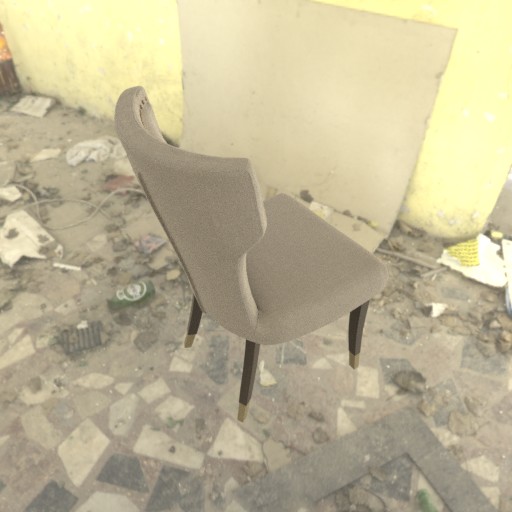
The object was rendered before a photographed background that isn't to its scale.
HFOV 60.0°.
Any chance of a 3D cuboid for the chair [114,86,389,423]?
[{"bbox_3d":[0.000,0.000,1.315,0.630,0.950,0.526,-25,47,-26],"label":"chair"}]
